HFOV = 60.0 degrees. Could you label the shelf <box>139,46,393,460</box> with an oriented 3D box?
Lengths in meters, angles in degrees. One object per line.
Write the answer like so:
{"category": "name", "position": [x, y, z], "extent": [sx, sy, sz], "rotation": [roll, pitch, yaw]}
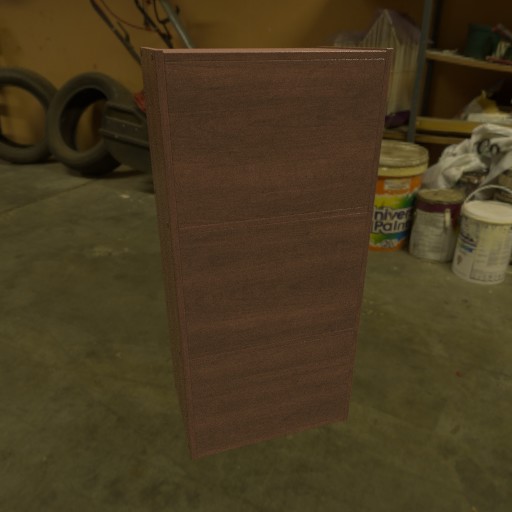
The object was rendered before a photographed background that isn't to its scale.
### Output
{"category": "shelf", "position": [0.000, 0.000, 1.034], "extent": [0.414, 0.879, 0.290], "rotation": [-8, 27, -16]}
